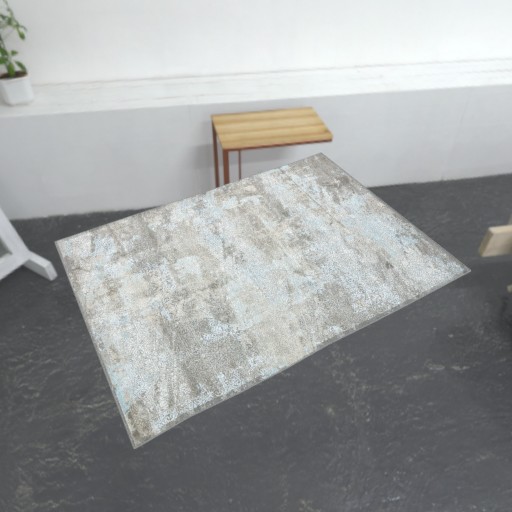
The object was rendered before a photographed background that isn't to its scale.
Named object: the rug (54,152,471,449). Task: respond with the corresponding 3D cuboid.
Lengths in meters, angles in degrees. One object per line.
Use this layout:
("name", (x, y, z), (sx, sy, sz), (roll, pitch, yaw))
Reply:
("rug", (0.000, 0.000, 4.320), (3.307, 0.013, 2.393), (-22, 49, -21))
